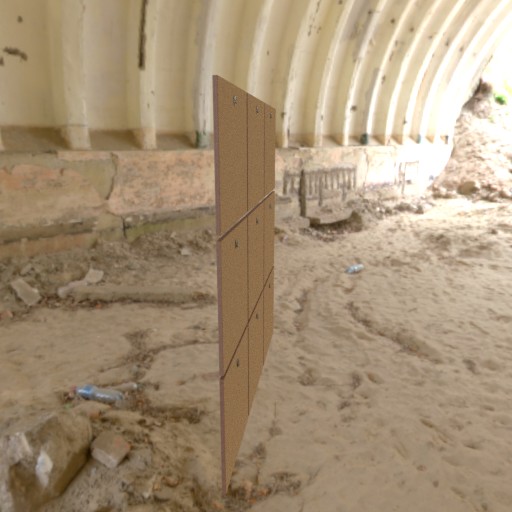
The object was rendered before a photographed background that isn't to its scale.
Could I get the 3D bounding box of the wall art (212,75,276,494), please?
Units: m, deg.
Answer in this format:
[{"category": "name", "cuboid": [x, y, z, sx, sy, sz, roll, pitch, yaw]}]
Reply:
[{"category": "wall art", "cuboid": [0.000, 0.000, 1.807, 0.019, 1.218, 1.221, 2, 15, 9]}]
